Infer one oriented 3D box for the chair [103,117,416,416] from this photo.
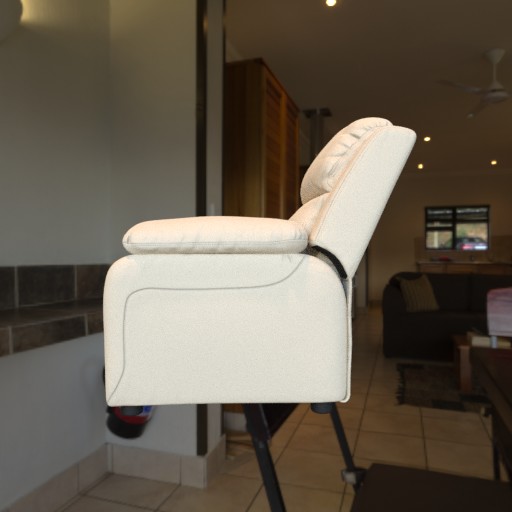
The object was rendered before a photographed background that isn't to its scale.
[{"bbox_3d":[0.000,0.000,1.248,0.709,0.702,0.680,0,0,-1],"label":"chair"}]
